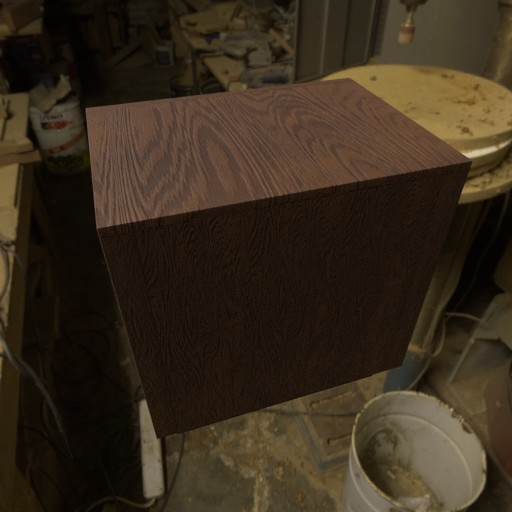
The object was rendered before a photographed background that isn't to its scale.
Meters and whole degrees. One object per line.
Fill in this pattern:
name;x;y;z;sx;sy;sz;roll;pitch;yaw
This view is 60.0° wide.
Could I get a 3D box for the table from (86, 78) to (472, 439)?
table;0.000;0.000;0.962;0.560;0.585;0.439;-12;41;-14
